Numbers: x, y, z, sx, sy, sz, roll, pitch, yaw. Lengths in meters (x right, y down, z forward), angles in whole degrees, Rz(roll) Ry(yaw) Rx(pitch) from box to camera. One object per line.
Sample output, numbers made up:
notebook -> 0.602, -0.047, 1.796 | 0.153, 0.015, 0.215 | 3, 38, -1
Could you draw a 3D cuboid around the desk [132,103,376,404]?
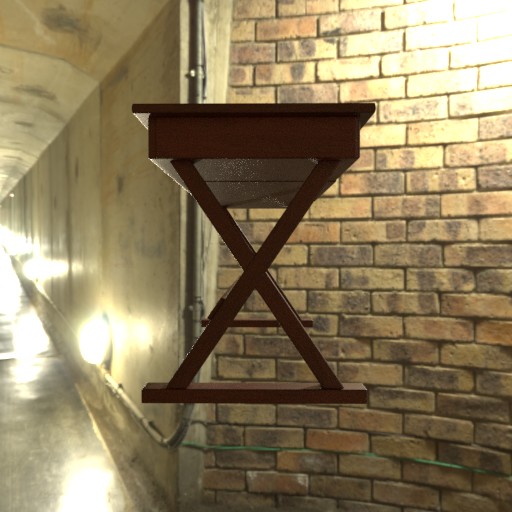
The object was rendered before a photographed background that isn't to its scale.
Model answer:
desk -> 0.000, 0.000, 1.775 | 0.600, 0.761, 1.372 | 0, 0, 1
